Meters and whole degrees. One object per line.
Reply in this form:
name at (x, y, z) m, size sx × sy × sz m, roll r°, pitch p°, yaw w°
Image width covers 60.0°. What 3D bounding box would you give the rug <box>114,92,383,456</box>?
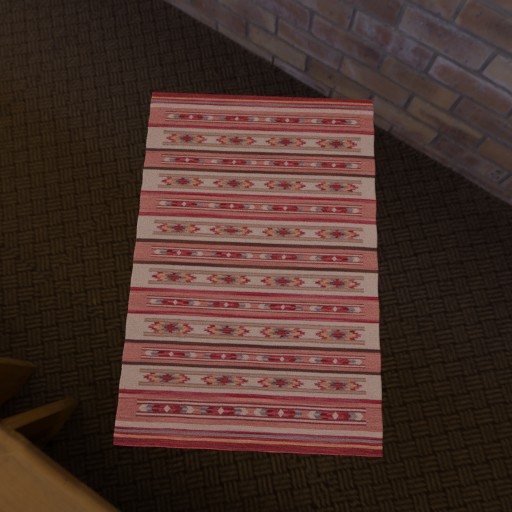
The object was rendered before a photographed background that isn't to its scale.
rug at (0.000, 0.000, 2.224) m, size 1.223 × 0.008 × 1.817 m, roll 2°, pitch 76°, yaw 1°
